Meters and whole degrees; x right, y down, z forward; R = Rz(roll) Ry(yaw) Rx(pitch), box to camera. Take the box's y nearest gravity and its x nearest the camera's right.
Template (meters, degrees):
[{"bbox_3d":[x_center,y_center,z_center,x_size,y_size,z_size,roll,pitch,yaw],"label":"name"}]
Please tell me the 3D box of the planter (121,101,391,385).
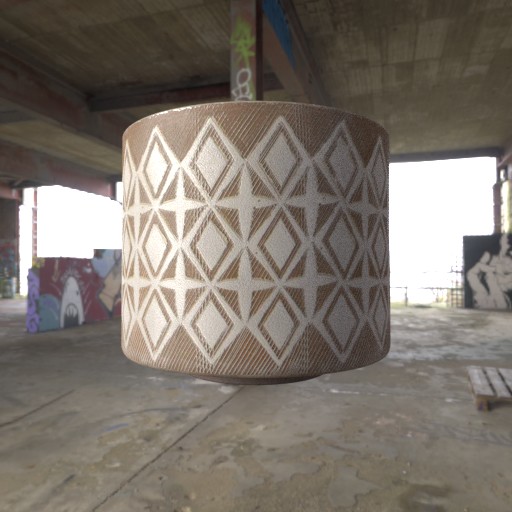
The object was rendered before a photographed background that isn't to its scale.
[{"bbox_3d":[0.000,0.000,0.333,0.193,0.165,0.193,0,-1,0],"label":"planter"}]
